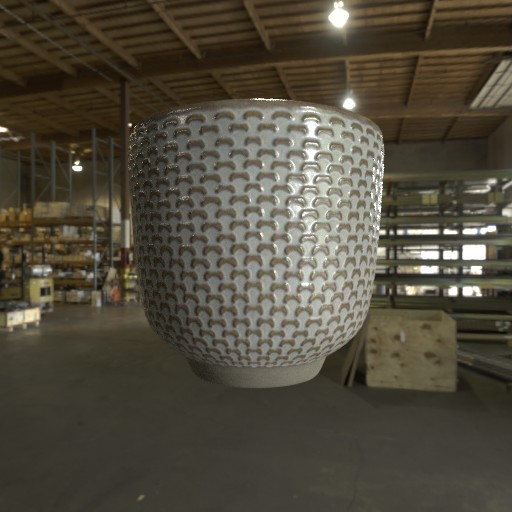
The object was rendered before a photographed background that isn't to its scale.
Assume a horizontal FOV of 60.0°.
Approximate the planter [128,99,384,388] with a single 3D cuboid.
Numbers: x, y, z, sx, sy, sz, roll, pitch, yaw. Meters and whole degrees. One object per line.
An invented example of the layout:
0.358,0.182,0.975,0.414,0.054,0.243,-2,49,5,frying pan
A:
0.000,0.000,0.250,0.139,0.130,0.139,0,0,0,planter
